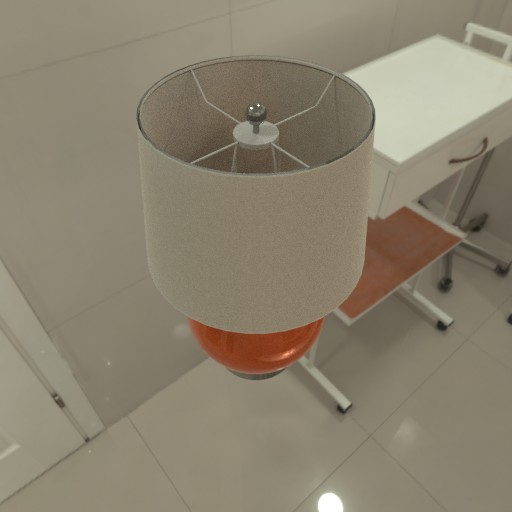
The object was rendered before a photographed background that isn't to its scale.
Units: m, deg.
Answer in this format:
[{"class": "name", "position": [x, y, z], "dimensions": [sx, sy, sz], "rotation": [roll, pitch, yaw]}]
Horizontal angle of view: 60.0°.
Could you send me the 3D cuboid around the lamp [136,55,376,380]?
[{"class": "lamp", "position": [0.000, 0.000, 0.527], "dimensions": [0.247, 0.387, 0.247], "rotation": [0, 47, 0]}]
